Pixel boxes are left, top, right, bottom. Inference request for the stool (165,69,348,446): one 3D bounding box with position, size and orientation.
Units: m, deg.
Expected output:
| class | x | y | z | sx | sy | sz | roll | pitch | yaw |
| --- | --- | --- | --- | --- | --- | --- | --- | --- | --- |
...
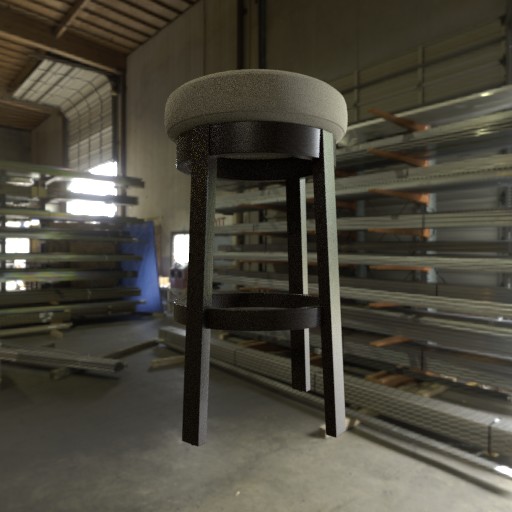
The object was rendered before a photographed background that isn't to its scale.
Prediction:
| class | x | y | z | sx | sy | sz | roll | pitch | yaw |
| --- | --- | --- | --- | --- | --- | --- | --- | --- | --- |
| stool | 0.000 | 0.000 | 1.062 | 0.446 | 0.758 | 0.446 | 0 | 1 | 0 |
